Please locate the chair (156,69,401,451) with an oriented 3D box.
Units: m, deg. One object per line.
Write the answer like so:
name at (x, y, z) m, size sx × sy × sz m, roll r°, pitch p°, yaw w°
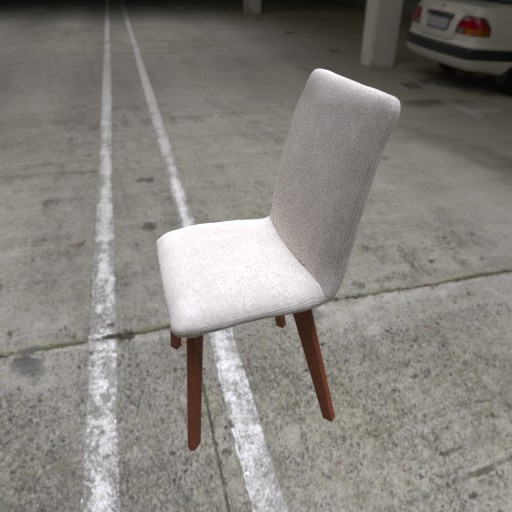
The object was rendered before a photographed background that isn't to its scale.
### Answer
chair at (0.000, 0.000, 1.319) m, size 0.563 × 0.974 × 0.522 m, roll -8°, pitch 31°, yaw -14°
